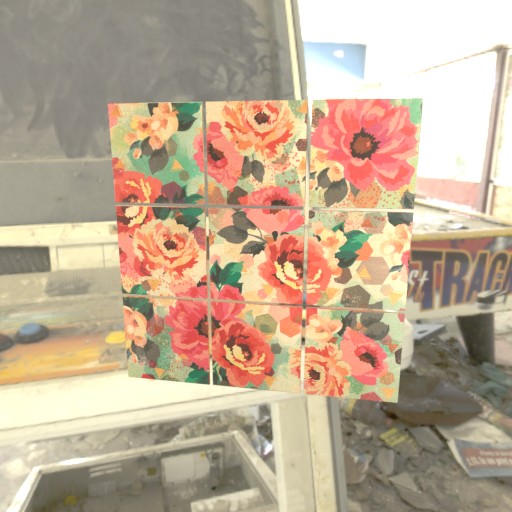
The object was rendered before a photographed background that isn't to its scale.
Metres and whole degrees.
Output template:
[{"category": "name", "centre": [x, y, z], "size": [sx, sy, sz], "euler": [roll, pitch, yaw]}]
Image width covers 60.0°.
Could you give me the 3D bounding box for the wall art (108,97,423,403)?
[{"category": "wall art", "centre": [0.000, 0.000, 1.837], "size": [1.216, 1.220, 0.013], "euler": [2, 14, 10]}]
